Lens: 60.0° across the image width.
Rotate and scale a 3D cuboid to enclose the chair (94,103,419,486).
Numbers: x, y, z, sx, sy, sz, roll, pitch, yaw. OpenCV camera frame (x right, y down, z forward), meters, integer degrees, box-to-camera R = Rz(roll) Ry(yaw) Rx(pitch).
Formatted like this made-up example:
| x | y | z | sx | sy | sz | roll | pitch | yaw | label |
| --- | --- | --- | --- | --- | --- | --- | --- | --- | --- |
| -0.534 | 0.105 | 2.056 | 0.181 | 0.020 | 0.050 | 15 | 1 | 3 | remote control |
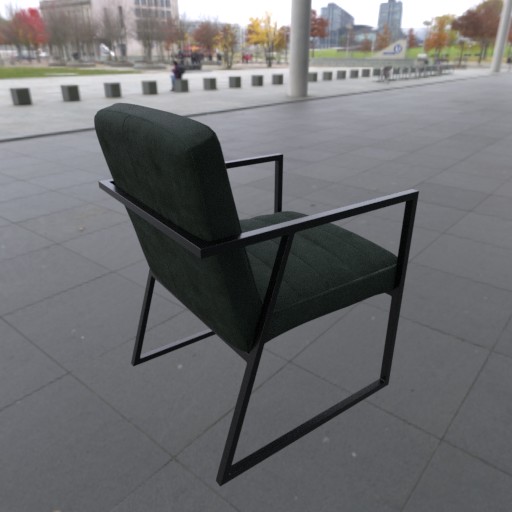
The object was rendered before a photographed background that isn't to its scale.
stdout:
| x | y | z | sx | sy | sz | roll | pitch | yaw | label |
| --- | --- | --- | --- | --- | --- | --- | --- | --- | --- |
| 0.000 | 0.000 | 1.256 | 0.677 | 0.833 | 0.571 | -17 | 29 | -32 | chair |
